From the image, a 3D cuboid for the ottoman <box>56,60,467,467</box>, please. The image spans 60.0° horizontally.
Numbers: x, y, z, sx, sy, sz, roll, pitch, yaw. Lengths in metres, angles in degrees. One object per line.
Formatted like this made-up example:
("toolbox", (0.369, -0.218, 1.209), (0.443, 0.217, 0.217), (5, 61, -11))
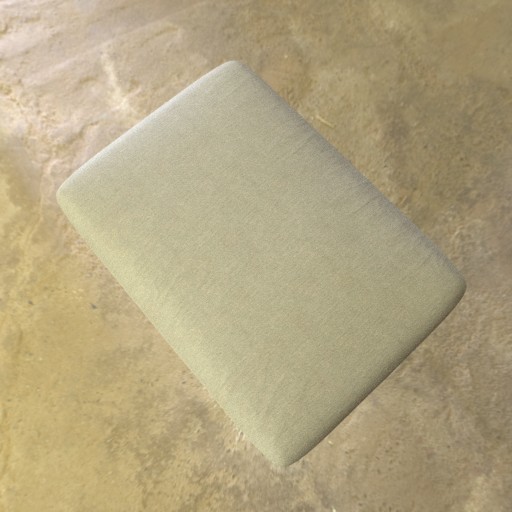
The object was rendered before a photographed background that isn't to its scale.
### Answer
("ottoman", (0.000, 0.000, 1.022), (0.528, 0.404, 0.735), (-41, 78, -10))
